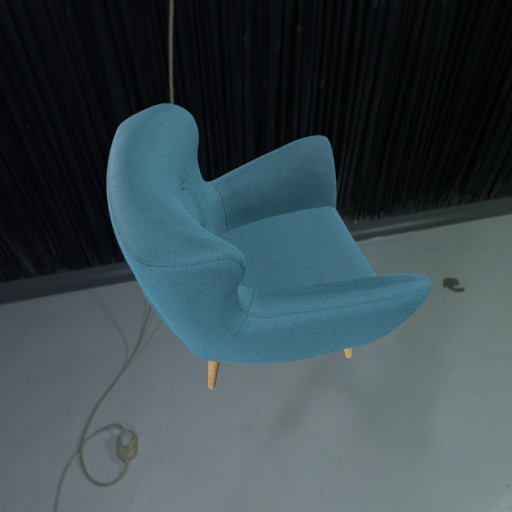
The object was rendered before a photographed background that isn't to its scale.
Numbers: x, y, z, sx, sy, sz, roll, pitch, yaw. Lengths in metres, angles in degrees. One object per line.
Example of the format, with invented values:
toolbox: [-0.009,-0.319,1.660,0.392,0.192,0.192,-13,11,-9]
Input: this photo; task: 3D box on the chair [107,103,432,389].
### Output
chair: [0.000,0.000,1.627,0.889,0.889,0.890,-11,47,-11]
